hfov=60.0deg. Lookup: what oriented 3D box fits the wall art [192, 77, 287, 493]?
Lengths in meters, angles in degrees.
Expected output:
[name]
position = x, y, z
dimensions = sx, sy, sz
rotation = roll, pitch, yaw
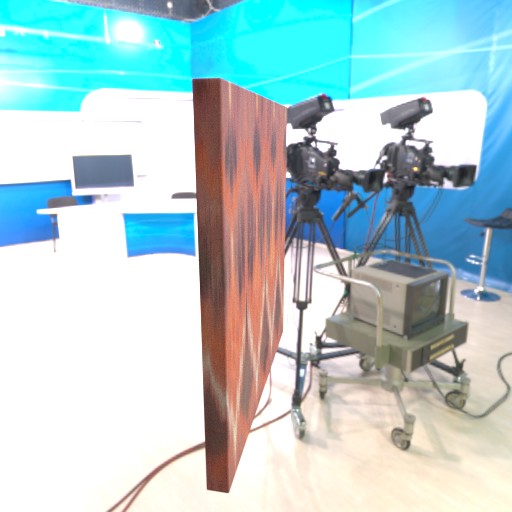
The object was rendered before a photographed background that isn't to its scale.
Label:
[wall art]
position = 0.000, 0.000, 0.901
dimensions = 0.037, 0.609, 0.603
rotation = 3, 16, 11
